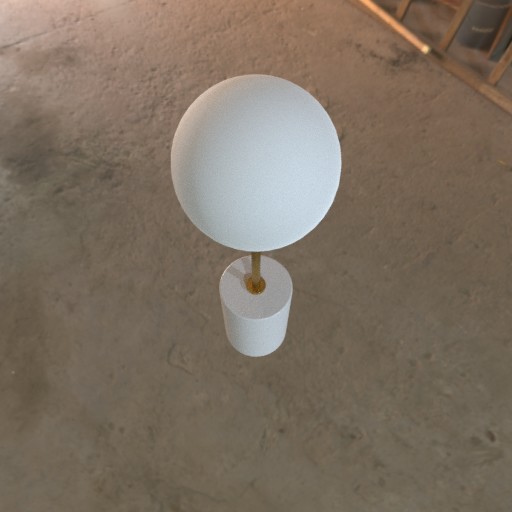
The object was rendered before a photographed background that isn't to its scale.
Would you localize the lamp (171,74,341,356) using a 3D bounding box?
[{"bbox_3d":[0.000,0.000,0.545,0.153,0.480,0.153,0,60,0],"label":"lamp"}]
